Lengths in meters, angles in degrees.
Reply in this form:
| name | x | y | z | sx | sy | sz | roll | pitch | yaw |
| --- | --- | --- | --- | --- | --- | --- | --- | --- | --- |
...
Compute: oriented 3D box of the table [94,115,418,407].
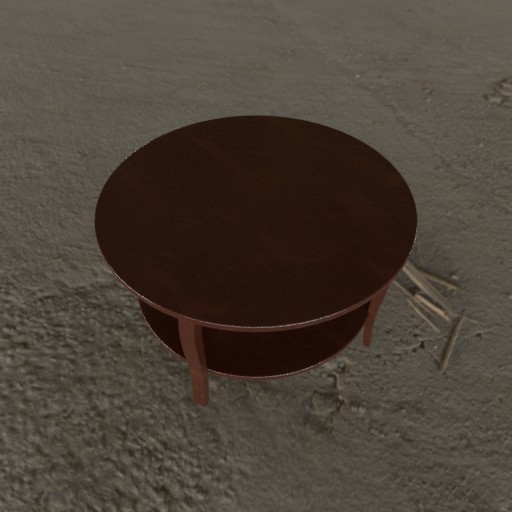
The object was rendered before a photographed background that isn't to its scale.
| name | x | y | z | sx | sy | sz | roll | pitch | yaw |
| --- | --- | --- | --- | --- | --- | --- | --- | --- | --- |
| table | 0.000 | 0.000 | 1.471 | 0.911 | 0.512 | 0.911 | 0 | 47 | 0 |
